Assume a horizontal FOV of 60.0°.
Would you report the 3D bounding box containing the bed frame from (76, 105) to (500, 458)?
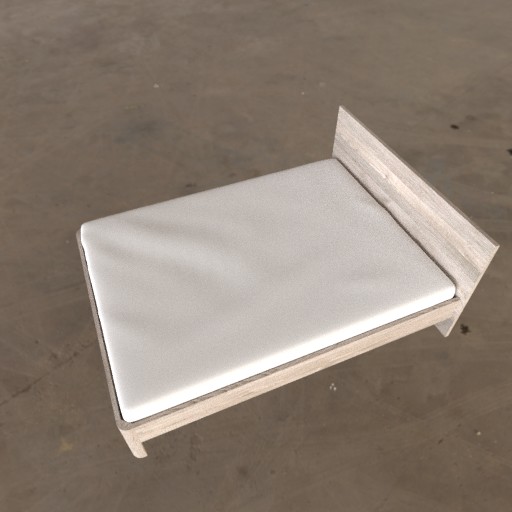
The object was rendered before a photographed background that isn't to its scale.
[{"bbox_3d":[0.000,0.000,2.659,1.950,0.800,1.490,-17,49,-16],"label":"bed frame"}]
